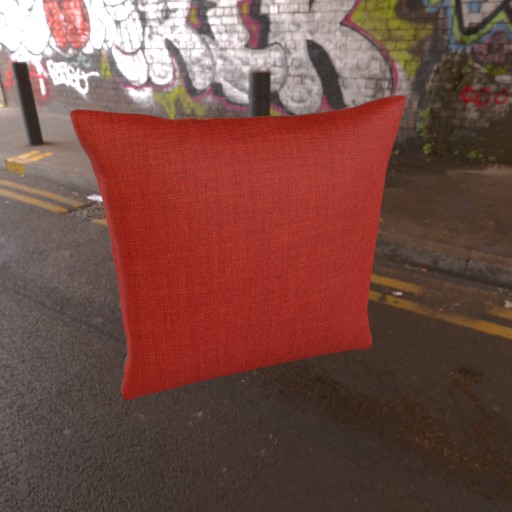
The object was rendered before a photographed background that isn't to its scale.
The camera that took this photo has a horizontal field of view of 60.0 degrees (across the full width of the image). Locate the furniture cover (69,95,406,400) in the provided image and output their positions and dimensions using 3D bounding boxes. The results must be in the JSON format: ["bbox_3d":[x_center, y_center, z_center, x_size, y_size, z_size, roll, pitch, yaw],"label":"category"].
[{"bbox_3d":[0.000,0.000,0.764,0.517,0.508,0.158,-8,27,-16],"label":"furniture cover"}]
